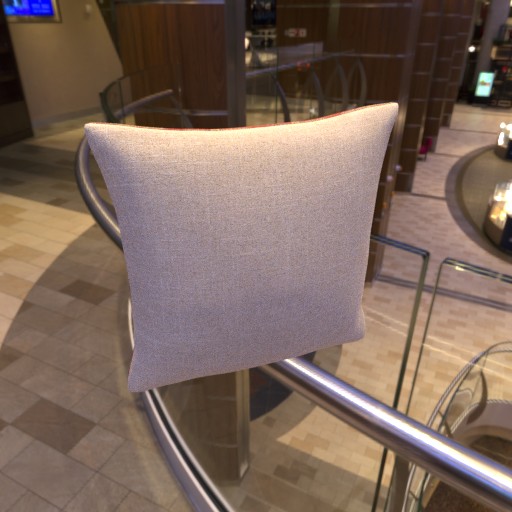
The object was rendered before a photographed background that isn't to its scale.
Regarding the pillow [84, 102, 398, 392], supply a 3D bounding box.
[{"bbox_3d":[0.000,0.000,0.796,0.511,0.503,0.182,-9,29,-17],"label":"pillow"}]
